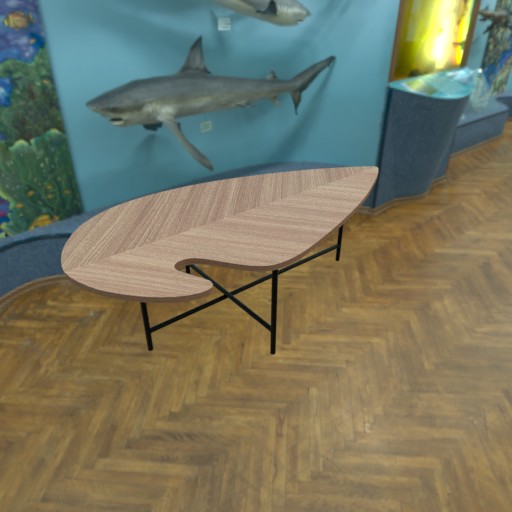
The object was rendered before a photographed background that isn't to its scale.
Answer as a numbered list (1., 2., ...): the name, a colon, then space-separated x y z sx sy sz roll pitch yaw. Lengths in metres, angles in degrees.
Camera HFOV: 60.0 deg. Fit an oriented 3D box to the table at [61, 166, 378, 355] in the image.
1. table: 0.000 0.000 1.499 1.199 0.360 0.598 -22 38 -32
